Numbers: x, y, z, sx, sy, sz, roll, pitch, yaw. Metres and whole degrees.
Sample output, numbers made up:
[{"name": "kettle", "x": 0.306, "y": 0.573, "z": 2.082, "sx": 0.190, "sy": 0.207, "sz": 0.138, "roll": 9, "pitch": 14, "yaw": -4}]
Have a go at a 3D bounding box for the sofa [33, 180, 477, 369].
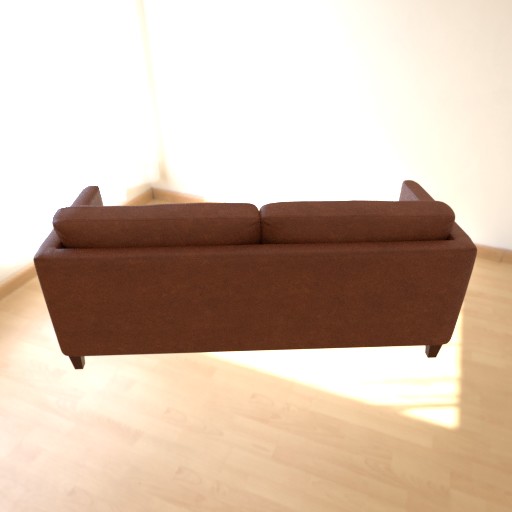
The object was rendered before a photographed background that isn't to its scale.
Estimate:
[{"name": "sofa", "x": 0.000, "y": 0.000, "z": 2.697, "sx": 2.204, "sy": 0.932, "sz": 0.950, "roll": -1, "pitch": 31, "yaw": -2}]
